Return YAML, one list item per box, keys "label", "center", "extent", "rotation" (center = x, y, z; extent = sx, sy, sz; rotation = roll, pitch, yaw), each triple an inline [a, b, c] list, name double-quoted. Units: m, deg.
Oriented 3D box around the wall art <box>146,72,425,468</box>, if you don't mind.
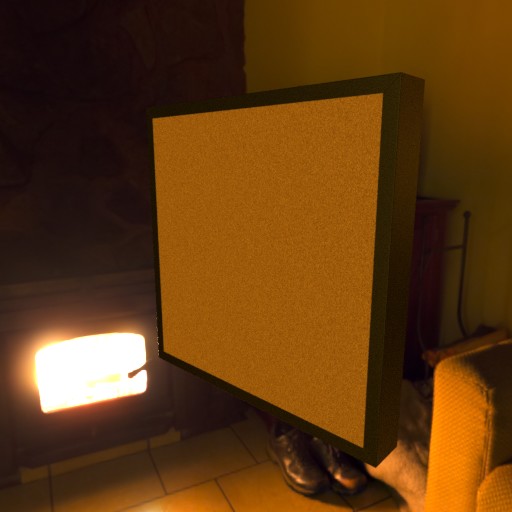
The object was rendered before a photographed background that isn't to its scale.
- label: "wall art"
  center: [0.000, 0.000, 0.445]
  extent: [0.304, 0.304, 0.038]
  rotation: [11, 17, 42]
